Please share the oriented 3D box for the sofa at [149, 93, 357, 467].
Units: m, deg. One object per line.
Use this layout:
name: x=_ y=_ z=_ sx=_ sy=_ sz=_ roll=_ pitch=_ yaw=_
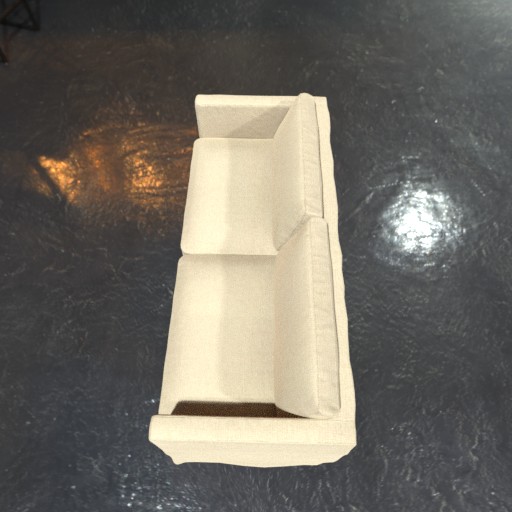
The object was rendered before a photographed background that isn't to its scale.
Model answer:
sofa: x=0.000 y=0.000 z=2.772 sx=0.962 sy=0.853 sz=2.312 roll=1 pitch=59 yaw=1
